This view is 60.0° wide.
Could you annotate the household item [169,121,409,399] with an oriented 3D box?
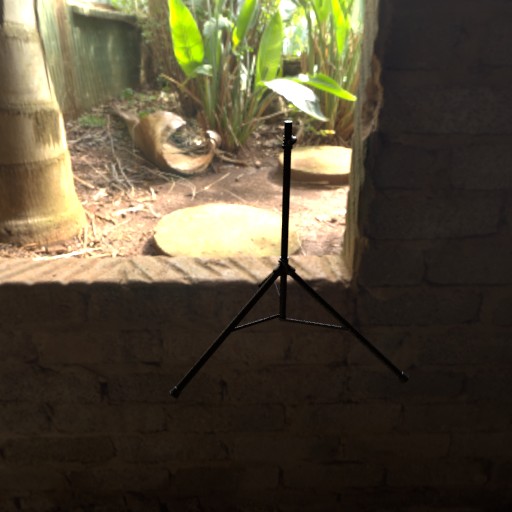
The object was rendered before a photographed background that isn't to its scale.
[{"bbox_3d":[0.000,0.000,2.781,1.339,1.595,1.596,-17,31,-32],"label":"household item"}]
